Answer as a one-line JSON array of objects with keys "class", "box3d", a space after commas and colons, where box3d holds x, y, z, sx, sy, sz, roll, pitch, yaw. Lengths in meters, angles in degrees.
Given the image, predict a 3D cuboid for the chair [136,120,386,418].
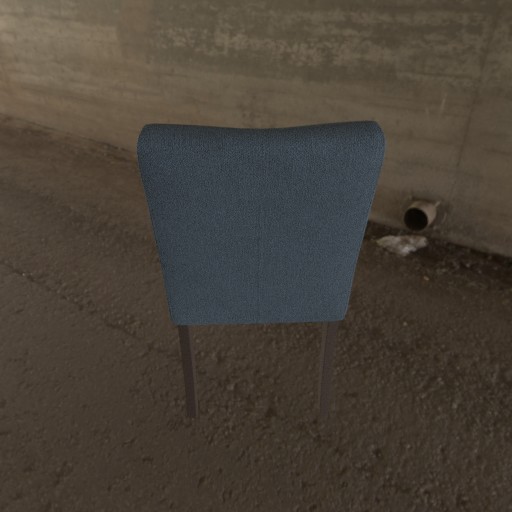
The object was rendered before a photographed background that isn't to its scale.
[{"class": "chair", "box3d": [0.000, 0.000, 1.240, 0.487, 0.882, 0.629, -1, 32, -2]}]
